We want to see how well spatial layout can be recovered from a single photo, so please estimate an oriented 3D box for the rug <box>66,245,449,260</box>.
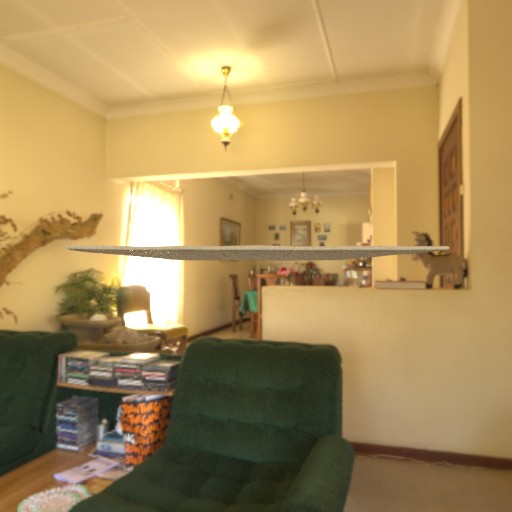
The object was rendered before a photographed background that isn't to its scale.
[{"bbox_3d":[0.000,0.000,3.024,1.575,0.023,2.459,0,-2,0],"label":"rug"}]
